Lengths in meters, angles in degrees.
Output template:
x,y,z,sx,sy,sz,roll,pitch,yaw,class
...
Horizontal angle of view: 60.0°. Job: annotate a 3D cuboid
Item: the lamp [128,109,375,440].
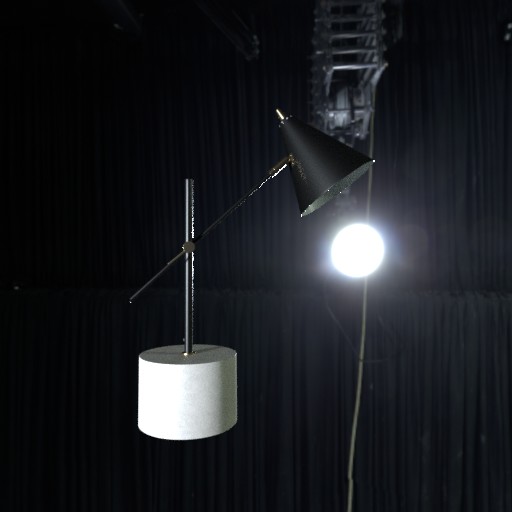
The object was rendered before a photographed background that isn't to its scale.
x,y,z,sx,sy,sz,roll,pitch,yaw,class
0.000,0.000,0.730,0.403,0.518,0.214,0,-1,1,lamp
